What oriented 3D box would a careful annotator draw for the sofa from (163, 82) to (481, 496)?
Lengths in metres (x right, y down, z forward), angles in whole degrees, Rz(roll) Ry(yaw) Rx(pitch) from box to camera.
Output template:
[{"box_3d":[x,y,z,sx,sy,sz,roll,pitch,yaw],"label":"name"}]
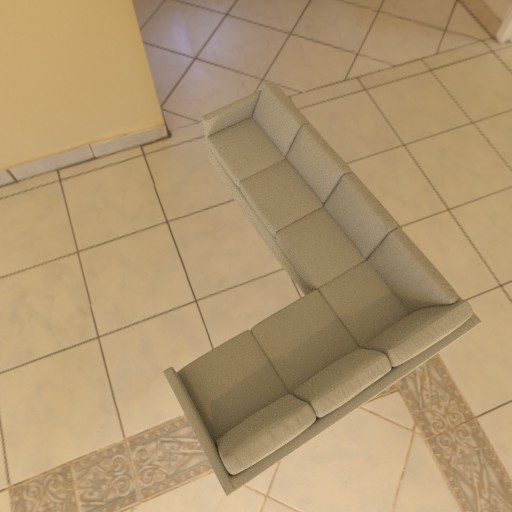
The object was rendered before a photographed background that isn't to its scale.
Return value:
[{"box_3d":[0.000,0.000,4.165,2.432,0.871,3.182,-29,67,-13],"label":"sofa"}]
